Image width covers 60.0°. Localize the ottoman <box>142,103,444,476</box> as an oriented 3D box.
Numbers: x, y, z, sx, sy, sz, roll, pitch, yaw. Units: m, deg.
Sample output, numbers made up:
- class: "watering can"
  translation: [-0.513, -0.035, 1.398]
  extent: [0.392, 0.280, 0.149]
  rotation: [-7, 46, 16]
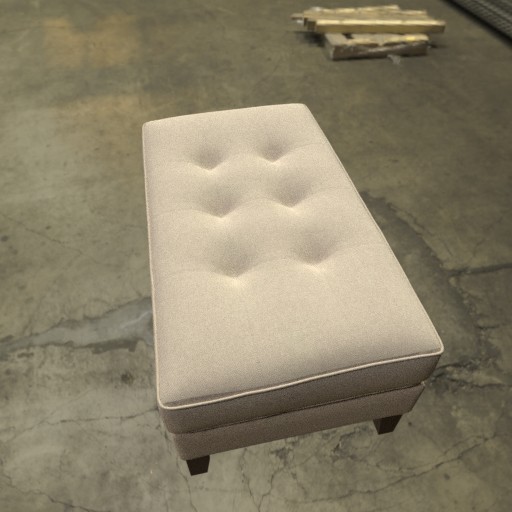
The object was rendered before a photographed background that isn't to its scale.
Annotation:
- class: "ottoman"
  translation: [0.000, 0.000, 1.449]
  extent: [0.648, 0.508, 1.143]
  rotation: [-9, 47, -8]
